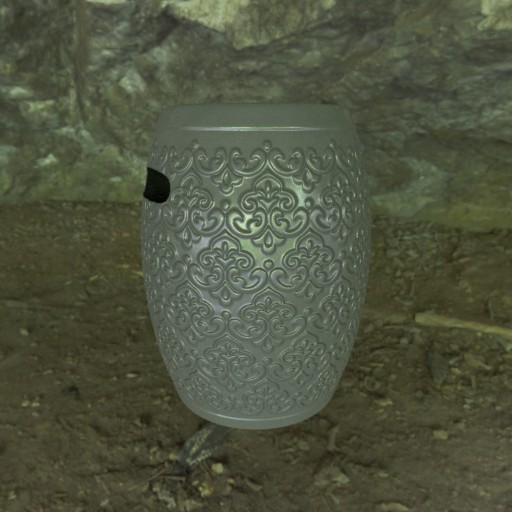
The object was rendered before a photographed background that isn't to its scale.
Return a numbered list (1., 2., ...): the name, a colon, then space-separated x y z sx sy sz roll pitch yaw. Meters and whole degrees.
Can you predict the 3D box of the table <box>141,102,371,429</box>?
1. table: 0.000 0.000 0.619 0.309 0.397 0.309 0 17 0
